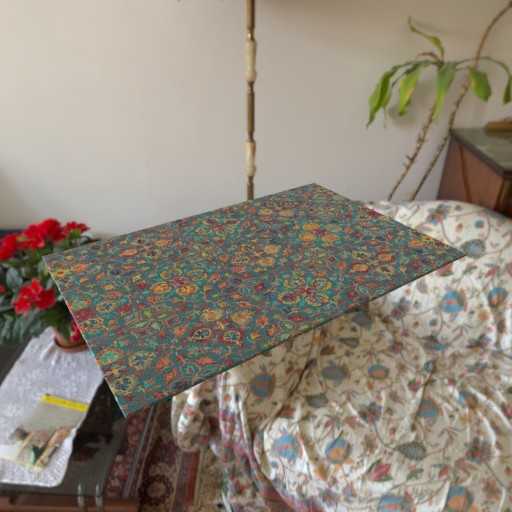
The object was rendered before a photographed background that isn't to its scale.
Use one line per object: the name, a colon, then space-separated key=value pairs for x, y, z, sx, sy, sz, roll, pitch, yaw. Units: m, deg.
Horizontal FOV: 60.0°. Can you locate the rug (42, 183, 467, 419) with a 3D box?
rug: x=0.000 y=0.000 z=2.289 sx=1.836 sy=0.014 sz=1.216 roll=-19 pitch=36 yaw=-29
